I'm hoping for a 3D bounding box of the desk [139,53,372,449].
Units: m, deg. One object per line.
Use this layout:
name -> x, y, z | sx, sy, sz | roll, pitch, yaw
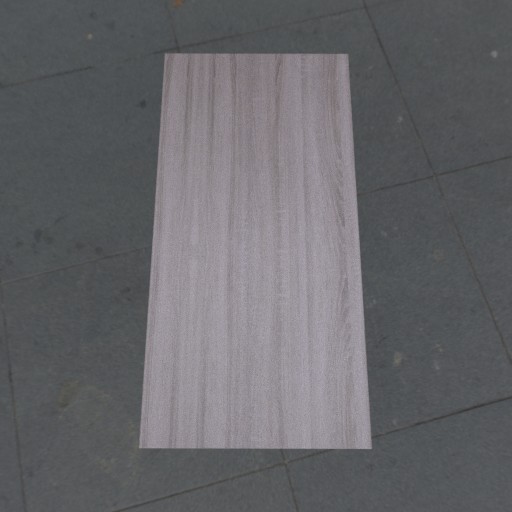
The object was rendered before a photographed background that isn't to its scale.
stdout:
desk -> 0.000, 0.000, 1.850 | 0.690, 0.745, 1.380 | 0, 75, 0
